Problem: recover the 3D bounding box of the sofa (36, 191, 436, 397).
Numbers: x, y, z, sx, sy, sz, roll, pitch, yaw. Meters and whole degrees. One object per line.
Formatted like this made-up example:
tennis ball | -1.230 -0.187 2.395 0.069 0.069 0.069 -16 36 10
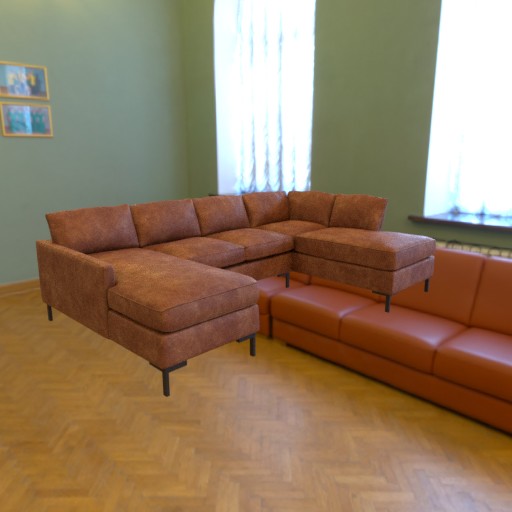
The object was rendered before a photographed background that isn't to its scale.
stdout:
sofa | 0.000 0.000 3.839 1.939 0.900 2.956 13 18 43
